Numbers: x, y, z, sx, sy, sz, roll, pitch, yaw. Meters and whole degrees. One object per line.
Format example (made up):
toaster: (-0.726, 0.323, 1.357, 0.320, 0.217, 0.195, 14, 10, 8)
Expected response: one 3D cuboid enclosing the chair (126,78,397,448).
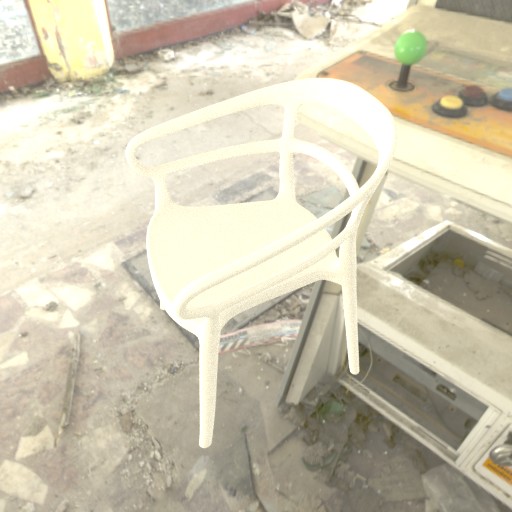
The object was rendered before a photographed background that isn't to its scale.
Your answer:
chair: (0.000, 0.000, 1.129, 0.527, 0.761, 0.559, -15, 45, -15)
